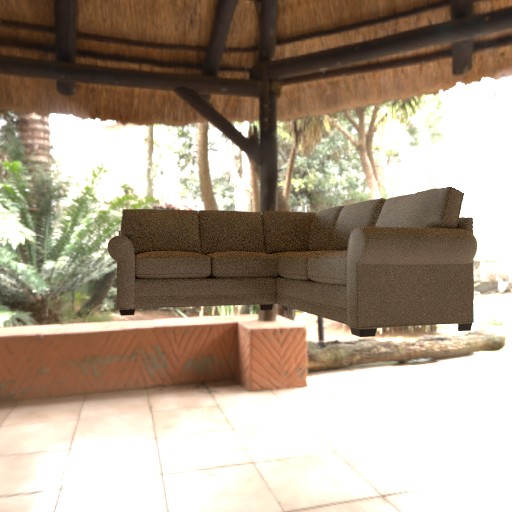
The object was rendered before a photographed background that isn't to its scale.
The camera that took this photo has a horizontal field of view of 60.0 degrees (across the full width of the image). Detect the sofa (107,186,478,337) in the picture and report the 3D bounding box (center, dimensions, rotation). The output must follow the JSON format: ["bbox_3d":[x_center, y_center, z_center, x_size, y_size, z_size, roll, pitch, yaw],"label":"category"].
[{"bbox_3d":[0.000,0.000,3.874,2.487,1.054,2.569,0,0,-17],"label":"sofa"}]
